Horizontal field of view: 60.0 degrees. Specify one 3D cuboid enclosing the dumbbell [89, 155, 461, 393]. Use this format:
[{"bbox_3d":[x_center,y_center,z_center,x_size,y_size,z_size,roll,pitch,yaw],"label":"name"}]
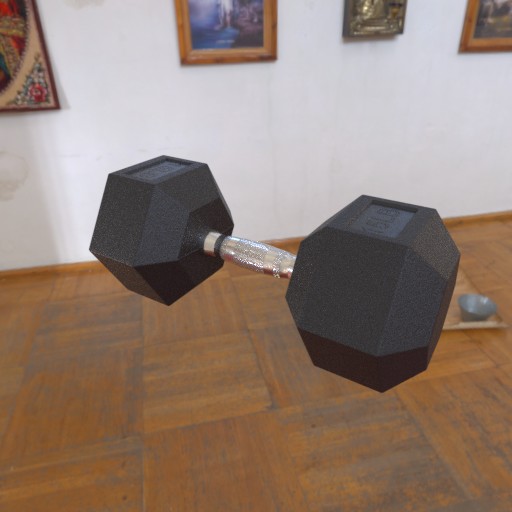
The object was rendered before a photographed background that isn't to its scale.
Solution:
[{"bbox_3d":[0.000,0.000,0.335,0.271,0.106,0.122,17,33,28],"label":"dumbbell"}]
